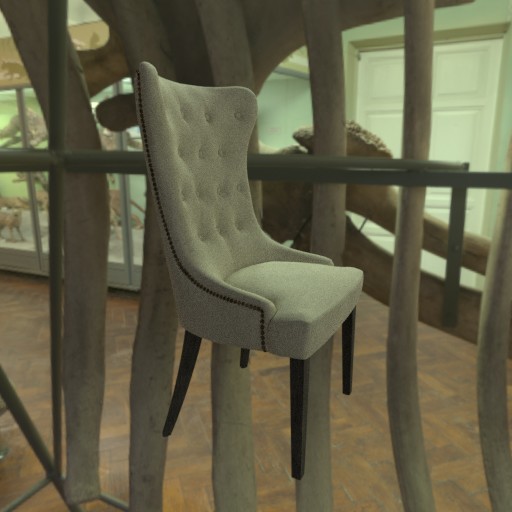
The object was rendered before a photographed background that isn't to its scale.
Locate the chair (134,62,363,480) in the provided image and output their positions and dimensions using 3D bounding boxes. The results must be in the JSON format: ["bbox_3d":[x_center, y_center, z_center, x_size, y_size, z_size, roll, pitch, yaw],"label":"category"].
[{"bbox_3d":[0.000,0.000,1.367,0.590,1.065,0.584,7,15,26],"label":"chair"}]
